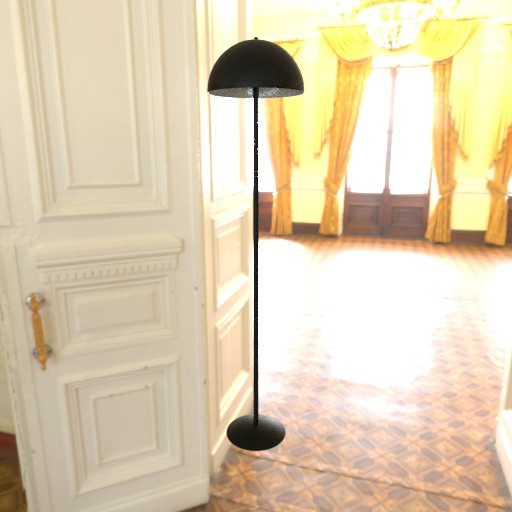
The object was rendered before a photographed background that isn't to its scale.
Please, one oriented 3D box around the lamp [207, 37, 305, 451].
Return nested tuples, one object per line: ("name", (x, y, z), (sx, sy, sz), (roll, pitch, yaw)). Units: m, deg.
("lamp", (0.000, 0.000, 1.635), (0.328, 1.480, 0.328), (-8, 16, -28))
